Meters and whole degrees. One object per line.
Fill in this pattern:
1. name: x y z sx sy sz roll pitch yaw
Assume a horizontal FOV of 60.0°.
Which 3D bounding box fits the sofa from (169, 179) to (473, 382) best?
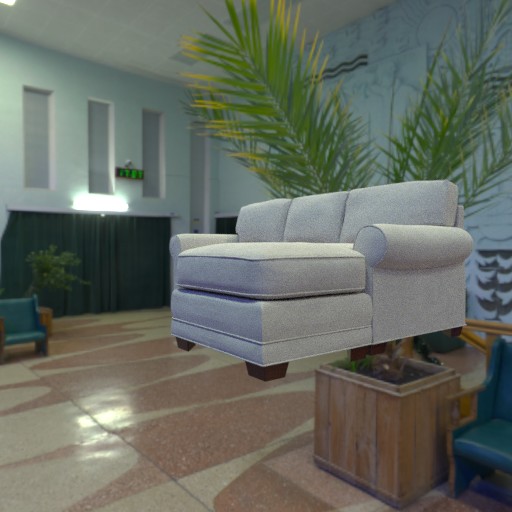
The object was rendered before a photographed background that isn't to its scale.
1. sofa: 0.000 0.000 2.348 1.226 0.734 1.770 -1 1 -37
